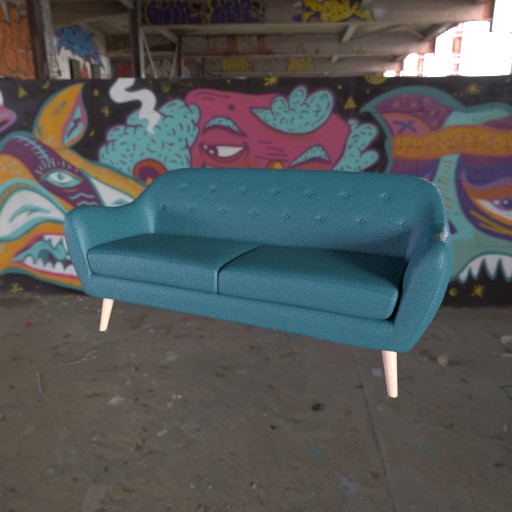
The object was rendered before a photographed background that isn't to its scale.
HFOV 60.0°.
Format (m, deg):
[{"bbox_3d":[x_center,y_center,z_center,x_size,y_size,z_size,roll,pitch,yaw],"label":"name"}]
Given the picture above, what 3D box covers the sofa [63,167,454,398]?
[{"bbox_3d":[0.000,0.000,2.270,1.840,0.836,0.820,7,16,24],"label":"sofa"}]
